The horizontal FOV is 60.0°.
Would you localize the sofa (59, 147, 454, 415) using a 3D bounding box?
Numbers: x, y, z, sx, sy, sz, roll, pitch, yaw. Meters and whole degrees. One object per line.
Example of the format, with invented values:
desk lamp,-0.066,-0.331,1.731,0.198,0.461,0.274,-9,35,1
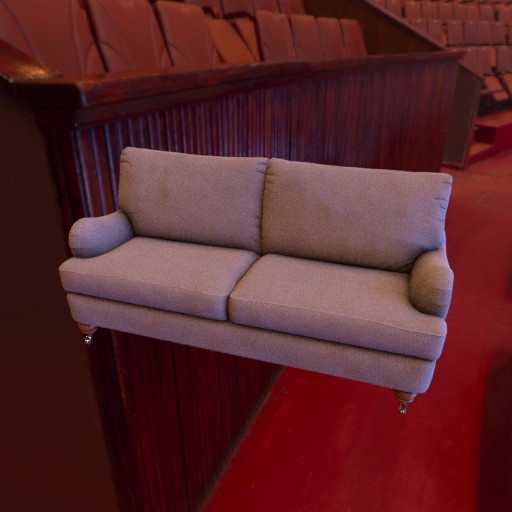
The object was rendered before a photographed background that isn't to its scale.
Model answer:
sofa,0.000,0.000,2.740,2.193,1.096,1.069,8,27,16
